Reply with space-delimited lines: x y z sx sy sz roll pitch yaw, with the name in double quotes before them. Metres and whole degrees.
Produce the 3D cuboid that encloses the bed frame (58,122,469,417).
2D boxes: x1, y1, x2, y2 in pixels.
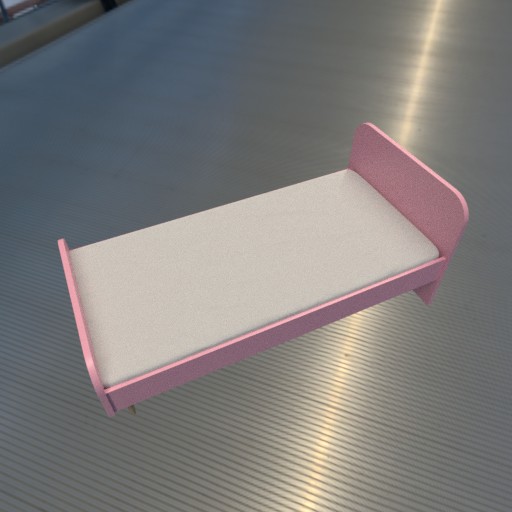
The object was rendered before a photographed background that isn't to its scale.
"bed frame" 0.000 0.000 2.525 1.963 0.805 0.998 -19 49 -17
